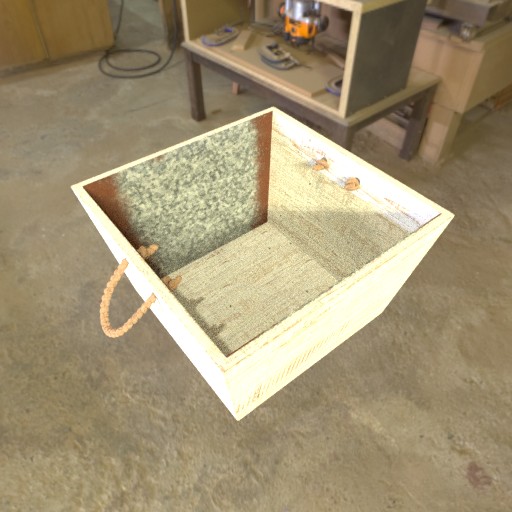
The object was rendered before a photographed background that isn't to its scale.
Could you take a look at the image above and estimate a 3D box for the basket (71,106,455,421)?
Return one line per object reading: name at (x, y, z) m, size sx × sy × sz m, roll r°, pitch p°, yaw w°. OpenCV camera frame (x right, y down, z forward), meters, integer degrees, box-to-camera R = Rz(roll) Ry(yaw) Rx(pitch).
basket at (0.000, 0.000, 0.757) m, size 0.545 × 0.247 × 0.413 m, roll -30°, pitch 53°, yaw -25°
